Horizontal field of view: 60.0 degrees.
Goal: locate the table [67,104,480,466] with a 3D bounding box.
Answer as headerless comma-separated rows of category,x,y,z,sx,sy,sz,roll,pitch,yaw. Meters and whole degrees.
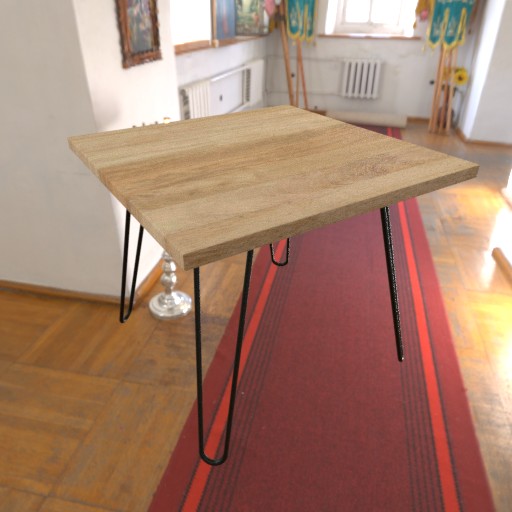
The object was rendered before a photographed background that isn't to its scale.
table,0.000,0.000,1.022,0.599,0.500,0.599,-18,35,-28
